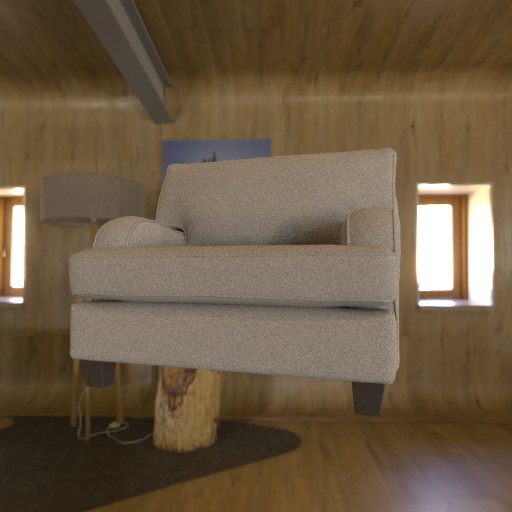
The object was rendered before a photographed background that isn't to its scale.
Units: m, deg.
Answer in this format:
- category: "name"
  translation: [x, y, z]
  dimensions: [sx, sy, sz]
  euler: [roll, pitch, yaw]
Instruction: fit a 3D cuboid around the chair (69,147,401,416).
- category: "chair"
  translation: [0.000, 0.000, 1.966]
  dimensions: [1.220, 1.016, 1.040]
  euler: [0, -1, 18]
